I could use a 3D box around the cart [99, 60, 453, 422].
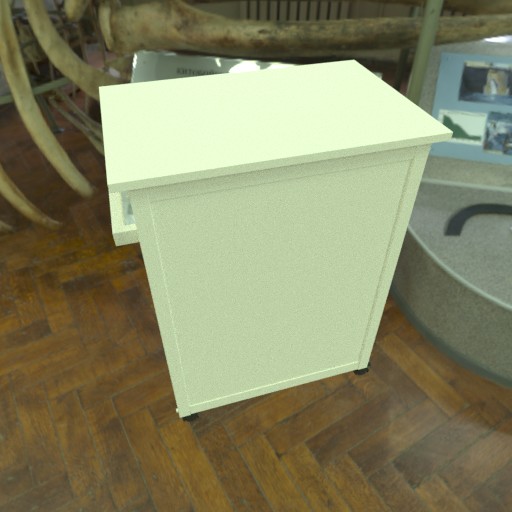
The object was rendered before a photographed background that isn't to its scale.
[{"bbox_3d":[0.000,0.000,1.251,0.683,0.864,0.442,-11,43,-12],"label":"cart"}]
